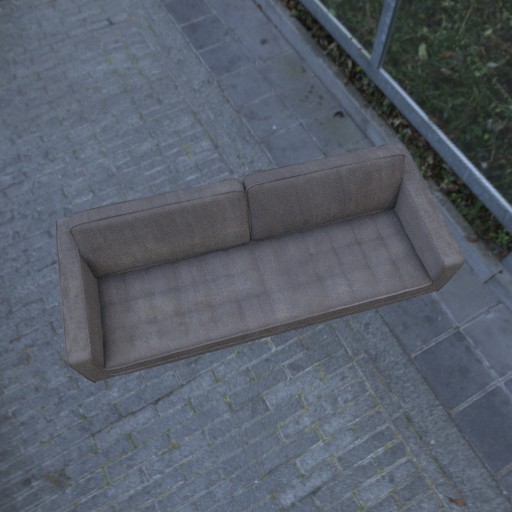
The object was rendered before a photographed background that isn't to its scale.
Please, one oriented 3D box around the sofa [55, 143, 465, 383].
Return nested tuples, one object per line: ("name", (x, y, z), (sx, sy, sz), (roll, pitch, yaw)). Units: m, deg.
("sofa", (0.000, 0.000, 2.735), (2.295, 0.813, 0.923), (-14, 64, -7))
